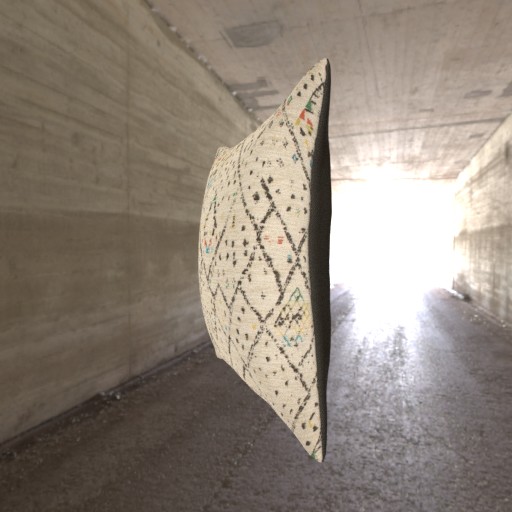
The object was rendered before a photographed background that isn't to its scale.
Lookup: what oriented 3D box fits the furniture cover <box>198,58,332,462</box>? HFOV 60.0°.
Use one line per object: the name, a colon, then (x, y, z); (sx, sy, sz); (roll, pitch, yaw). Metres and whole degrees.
furniture cover: (0.000, 0.000, 0.789); (0.180, 0.498, 0.525); (-1, 2, -19)
